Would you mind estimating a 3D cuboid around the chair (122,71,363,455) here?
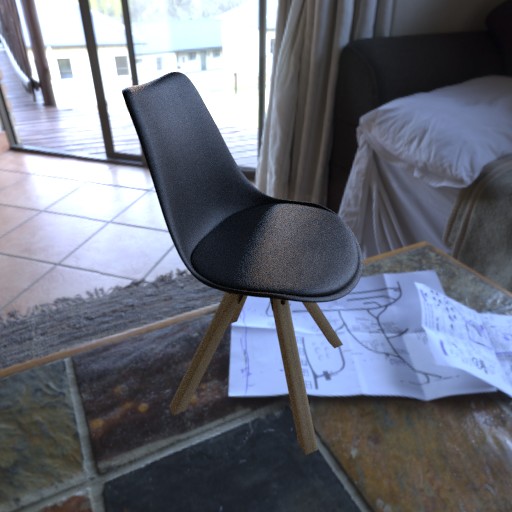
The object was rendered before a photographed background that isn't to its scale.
[{"bbox_3d":[0.000,0.000,1.164,0.549,0.850,0.485,10,33,16],"label":"chair"}]
